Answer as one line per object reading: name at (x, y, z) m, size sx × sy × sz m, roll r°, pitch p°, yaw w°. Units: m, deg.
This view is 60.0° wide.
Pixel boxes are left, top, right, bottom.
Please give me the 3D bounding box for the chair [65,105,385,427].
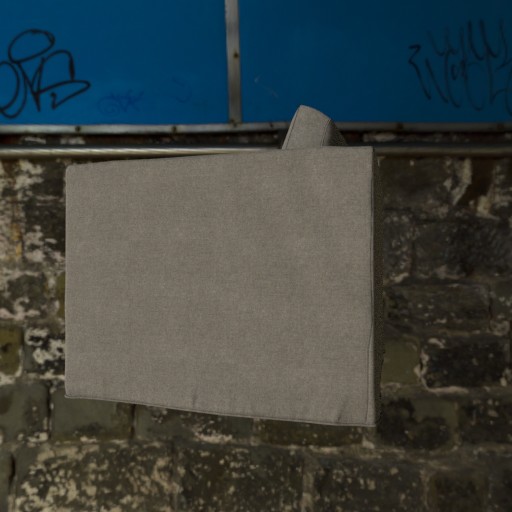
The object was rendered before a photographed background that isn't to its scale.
chair at (0.000, 0.000, 1.704) m, size 0.949 × 0.863 × 1.057 m, roll 0°, pitch 0°, yaw 17°
